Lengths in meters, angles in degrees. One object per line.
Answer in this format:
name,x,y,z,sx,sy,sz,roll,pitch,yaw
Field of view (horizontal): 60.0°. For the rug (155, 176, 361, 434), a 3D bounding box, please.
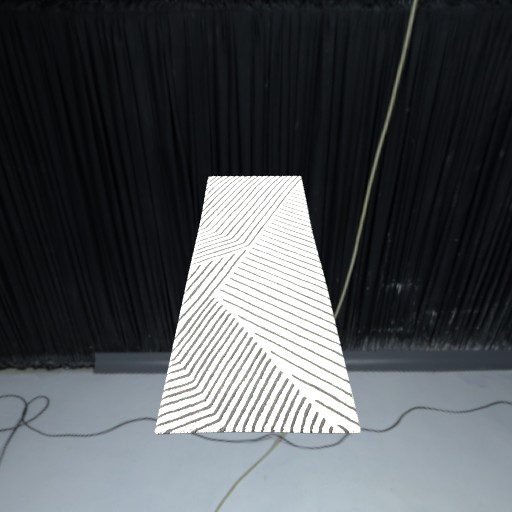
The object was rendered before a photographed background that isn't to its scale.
rug,0.000,0.000,2.678,0.773,0.020,2.439,0,33,0
